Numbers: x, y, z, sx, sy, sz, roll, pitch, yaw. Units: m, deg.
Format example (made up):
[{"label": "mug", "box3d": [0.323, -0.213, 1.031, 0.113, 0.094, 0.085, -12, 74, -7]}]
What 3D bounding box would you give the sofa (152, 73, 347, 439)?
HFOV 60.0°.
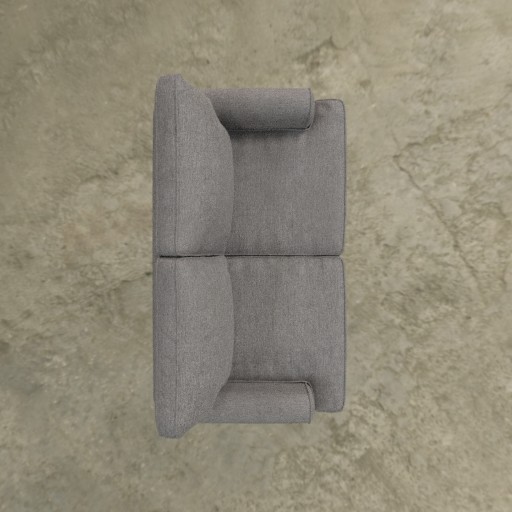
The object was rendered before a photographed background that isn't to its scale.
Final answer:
[{"label": "sofa", "box3d": [0.000, 0.000, 2.262, 0.965, 0.965, 1.651, 0, 90, 1]}]
